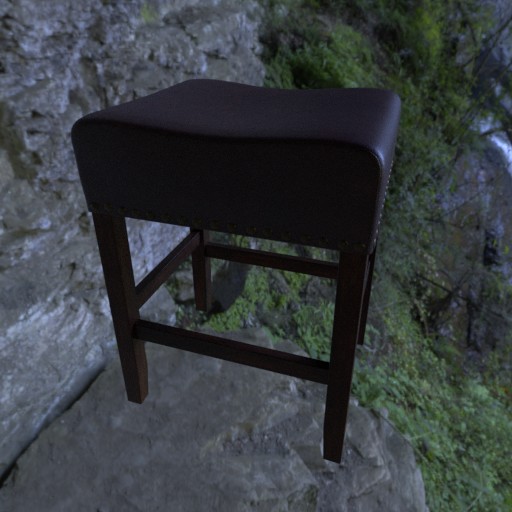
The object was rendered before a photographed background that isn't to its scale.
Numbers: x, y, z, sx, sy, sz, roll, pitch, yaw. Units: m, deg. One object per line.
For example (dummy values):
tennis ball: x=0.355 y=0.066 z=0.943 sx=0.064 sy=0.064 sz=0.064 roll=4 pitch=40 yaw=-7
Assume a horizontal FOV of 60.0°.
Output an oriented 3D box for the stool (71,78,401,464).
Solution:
stool: x=0.000 y=0.000 z=0.896 sx=0.465 sy=0.608 sz=0.397 roll=10 pitch=32 yaw=16
